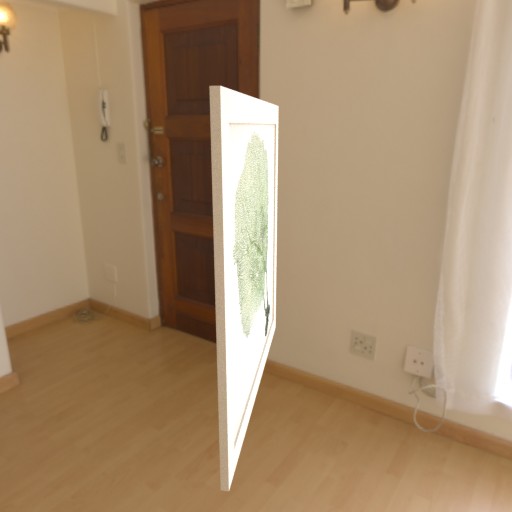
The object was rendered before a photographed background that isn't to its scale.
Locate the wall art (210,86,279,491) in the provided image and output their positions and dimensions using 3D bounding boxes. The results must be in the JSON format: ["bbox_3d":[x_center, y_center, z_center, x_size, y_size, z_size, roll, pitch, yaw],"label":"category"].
[{"bbox_3d":[0.000,0.000,0.879,0.013,0.584,0.584,3,17,9],"label":"wall art"}]
